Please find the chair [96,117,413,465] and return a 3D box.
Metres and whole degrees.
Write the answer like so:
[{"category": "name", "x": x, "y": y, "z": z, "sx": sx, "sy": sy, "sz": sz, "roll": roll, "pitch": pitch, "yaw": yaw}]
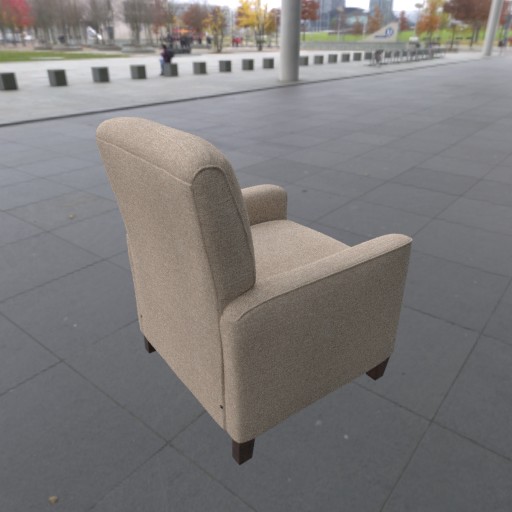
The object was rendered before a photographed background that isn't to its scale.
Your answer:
[{"category": "chair", "x": 0.000, "y": 0.000, "z": 1.664, "sx": 0.858, "sy": 1.028, "sz": 0.841, "roll": -18, "pitch": 32, "yaw": -32}]
